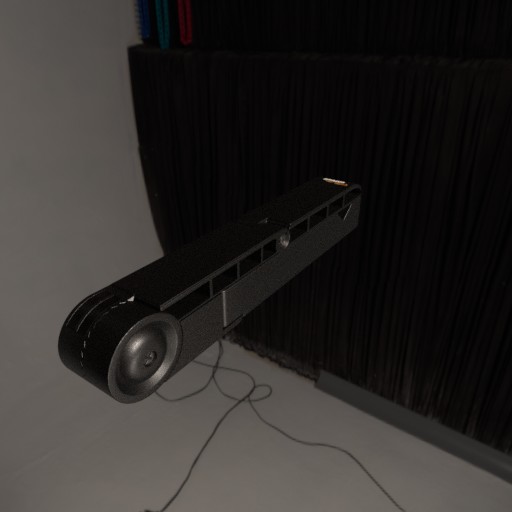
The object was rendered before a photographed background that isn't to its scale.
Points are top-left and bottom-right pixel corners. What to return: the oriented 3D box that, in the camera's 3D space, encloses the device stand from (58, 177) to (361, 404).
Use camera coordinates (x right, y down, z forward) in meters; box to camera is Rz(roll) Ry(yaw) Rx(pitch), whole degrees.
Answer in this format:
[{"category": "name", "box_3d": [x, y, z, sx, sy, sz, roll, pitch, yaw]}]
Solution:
[{"category": "device stand", "box_3d": [0.000, 0.000, 0.197, 0.026, 0.030, 0.179, 18, 32, 31]}]
